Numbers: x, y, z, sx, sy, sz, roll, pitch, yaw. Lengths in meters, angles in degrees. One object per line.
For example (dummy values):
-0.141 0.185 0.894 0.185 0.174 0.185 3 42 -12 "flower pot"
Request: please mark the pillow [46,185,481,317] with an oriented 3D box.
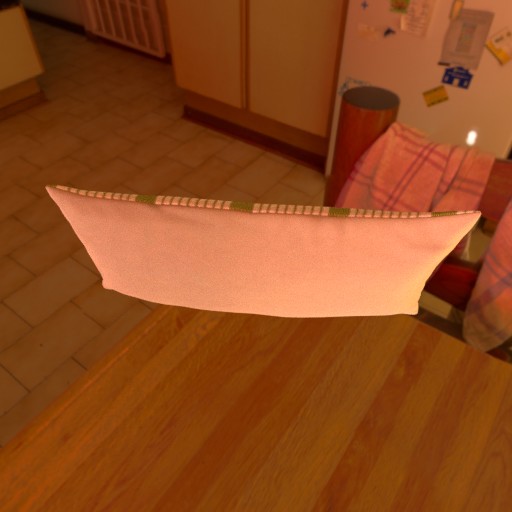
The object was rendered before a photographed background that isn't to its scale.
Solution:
0.000 0.000 0.735 0.608 0.292 0.156 4 46 4 "pillow"
